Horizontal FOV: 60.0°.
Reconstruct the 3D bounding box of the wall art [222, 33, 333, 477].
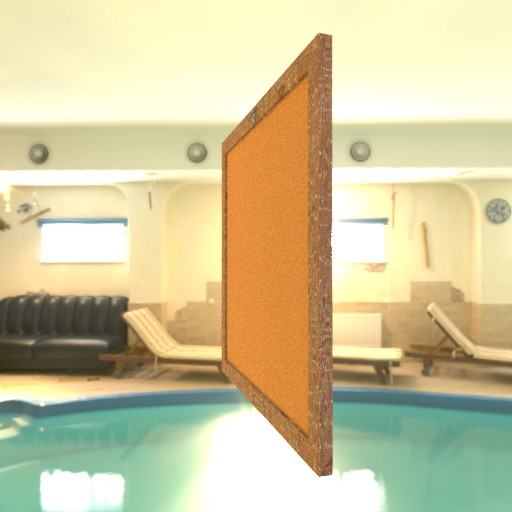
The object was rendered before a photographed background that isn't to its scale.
[{"bbox_3d":[0.000,0.000,0.561,0.022,0.380,0.380,0,0,-17],"label":"wall art"}]
